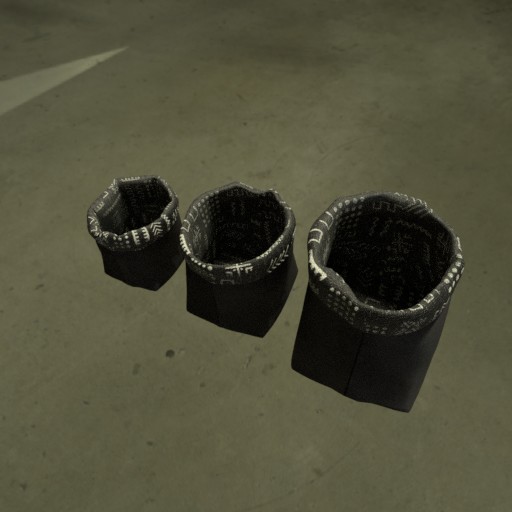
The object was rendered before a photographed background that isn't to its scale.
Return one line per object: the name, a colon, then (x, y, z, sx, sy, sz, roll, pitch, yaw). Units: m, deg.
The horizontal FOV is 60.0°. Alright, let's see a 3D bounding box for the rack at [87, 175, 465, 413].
rack: (0.000, 0.000, 1.072, 0.905, 0.323, 0.379, 17, 49, 16)
